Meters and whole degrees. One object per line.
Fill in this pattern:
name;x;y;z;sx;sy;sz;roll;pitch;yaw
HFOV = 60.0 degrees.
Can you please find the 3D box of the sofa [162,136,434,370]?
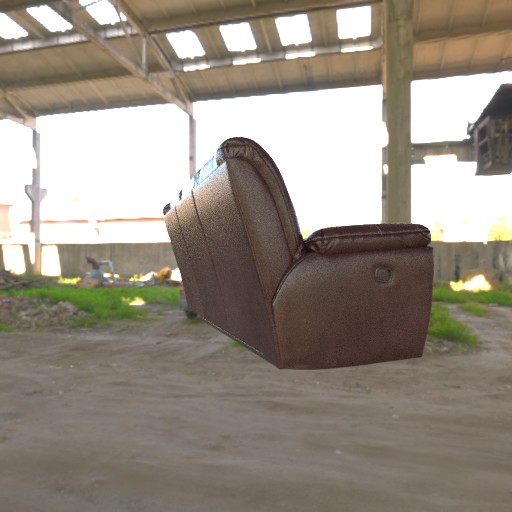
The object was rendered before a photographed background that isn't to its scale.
sofa;0.000;0.000;2.895;0.991;1.043;2.337;0;-1;-18
